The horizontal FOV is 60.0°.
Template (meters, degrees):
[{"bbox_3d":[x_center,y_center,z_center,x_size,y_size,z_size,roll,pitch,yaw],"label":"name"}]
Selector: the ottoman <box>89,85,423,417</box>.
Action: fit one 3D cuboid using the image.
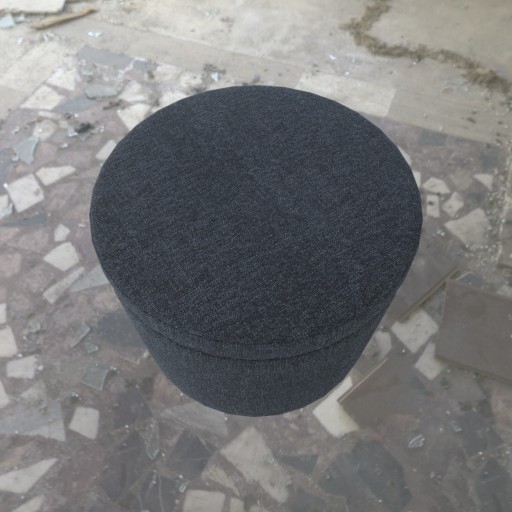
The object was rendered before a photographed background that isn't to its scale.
[{"bbox_3d":[0.000,0.000,0.828,0.500,0.419,0.500,0,58,0],"label":"ottoman"}]
